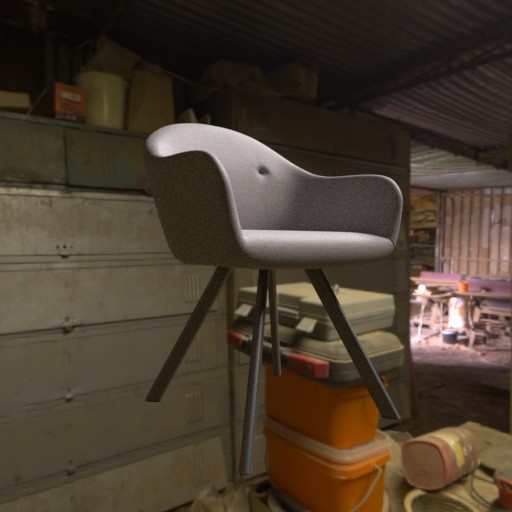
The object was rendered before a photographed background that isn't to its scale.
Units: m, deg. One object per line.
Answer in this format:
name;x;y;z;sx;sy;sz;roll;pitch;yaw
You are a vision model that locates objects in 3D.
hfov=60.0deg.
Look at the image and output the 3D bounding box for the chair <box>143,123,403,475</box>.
chair;0.000;0.000;1.160;0.540;0.780;0.570;-1;2;-35
